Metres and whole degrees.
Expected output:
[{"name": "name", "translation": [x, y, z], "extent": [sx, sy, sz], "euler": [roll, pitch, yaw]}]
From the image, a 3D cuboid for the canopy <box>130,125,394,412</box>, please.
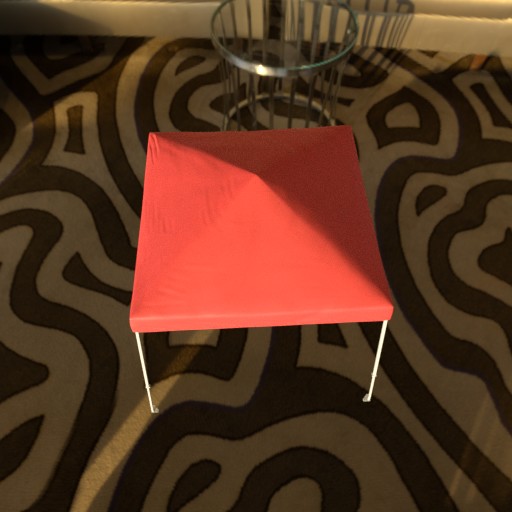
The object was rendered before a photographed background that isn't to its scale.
[{"name": "canopy", "translation": [0.000, 0.000, 6.702], "extent": [3.599, 3.600, 3.600], "euler": [-2, 58, -2]}]
